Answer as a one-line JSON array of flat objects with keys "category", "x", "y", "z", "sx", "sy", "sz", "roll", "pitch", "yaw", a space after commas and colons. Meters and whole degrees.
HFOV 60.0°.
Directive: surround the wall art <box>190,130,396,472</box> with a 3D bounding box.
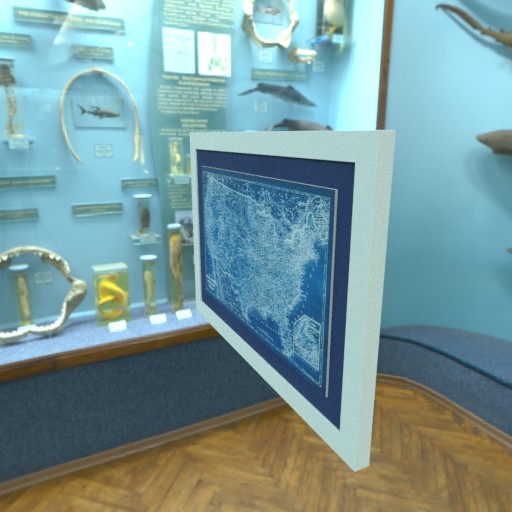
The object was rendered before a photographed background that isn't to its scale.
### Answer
[{"category": "wall art", "x": 0.000, "y": 0.000, "z": 1.670, "sx": 0.051, "sy": 0.902, "sz": 1.308, "roll": -8, "pitch": 17, "yaw": -26}]
